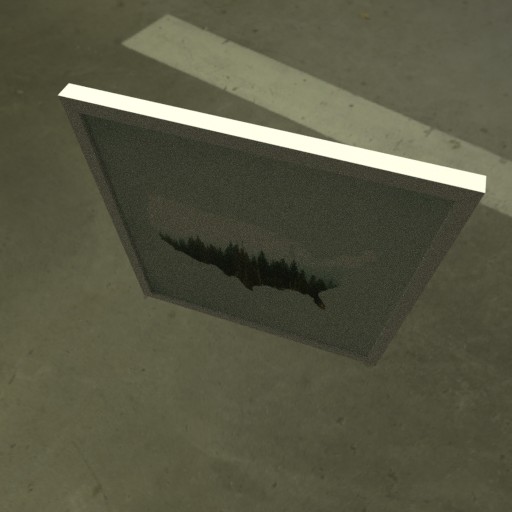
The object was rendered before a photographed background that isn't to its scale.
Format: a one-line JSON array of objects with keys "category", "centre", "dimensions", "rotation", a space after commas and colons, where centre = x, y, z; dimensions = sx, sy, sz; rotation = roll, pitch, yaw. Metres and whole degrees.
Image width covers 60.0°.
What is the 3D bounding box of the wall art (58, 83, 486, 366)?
[{"category": "wall art", "centre": [0.000, 0.000, 1.080], "dimensions": [0.762, 0.762, 0.038], "rotation": [15, 57, 10]}]
